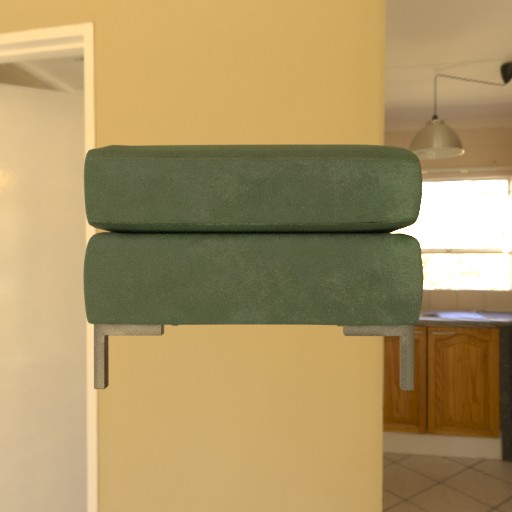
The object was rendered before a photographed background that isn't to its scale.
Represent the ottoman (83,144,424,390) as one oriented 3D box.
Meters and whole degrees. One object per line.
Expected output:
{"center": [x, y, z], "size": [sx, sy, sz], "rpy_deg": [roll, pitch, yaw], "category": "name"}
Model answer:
{"center": [0.000, 0.000, 1.299], "size": [0.701, 0.538, 0.839], "rpy_deg": [0, 0, 1], "category": "ottoman"}
